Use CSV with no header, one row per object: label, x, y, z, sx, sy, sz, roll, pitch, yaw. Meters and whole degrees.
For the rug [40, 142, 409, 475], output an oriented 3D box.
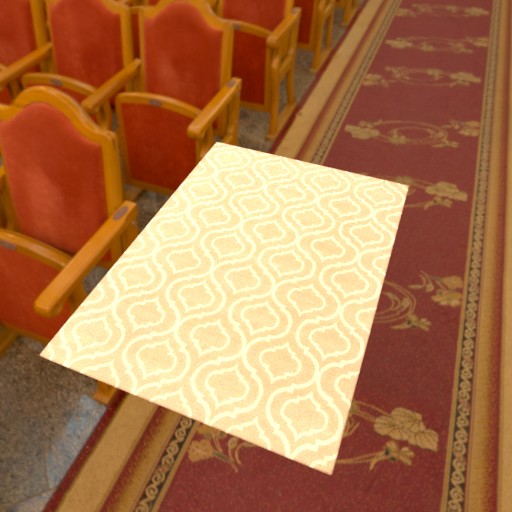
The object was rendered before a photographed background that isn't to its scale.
rug,0.000,0.000,4.331,2.438,0.010,3.353,16,49,15
